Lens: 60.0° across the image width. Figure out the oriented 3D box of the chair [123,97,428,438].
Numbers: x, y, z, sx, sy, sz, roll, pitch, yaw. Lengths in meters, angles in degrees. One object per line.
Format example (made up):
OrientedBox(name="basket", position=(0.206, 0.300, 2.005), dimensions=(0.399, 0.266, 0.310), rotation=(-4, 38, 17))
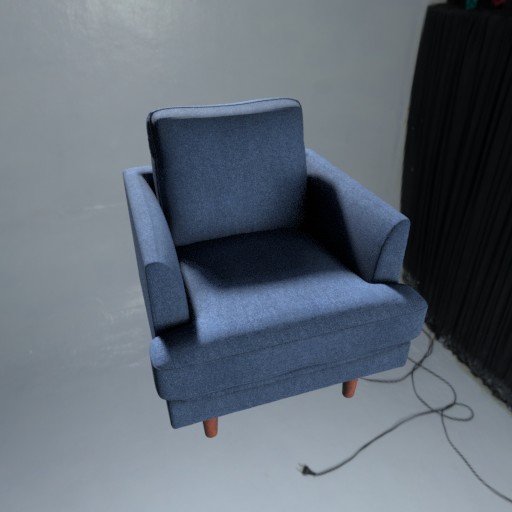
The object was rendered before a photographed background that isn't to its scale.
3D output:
OrientedBox(name="chair", position=(0.000, 0.000, 1.604), dimensions=(0.858, 0.957, 0.899), rotation=(-10, 33, -16))
